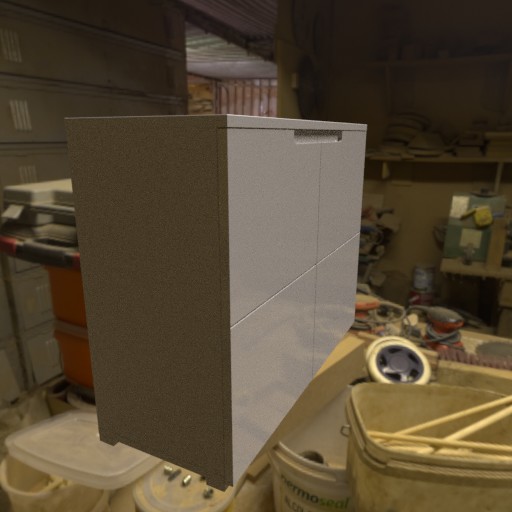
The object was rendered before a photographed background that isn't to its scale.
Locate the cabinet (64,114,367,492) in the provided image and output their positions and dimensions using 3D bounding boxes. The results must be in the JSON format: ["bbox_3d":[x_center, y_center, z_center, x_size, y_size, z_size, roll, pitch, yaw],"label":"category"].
[{"bbox_3d":[0.000,0.000,1.384,0.400,0.800,1.000,8,17,26],"label":"cabinet"}]
